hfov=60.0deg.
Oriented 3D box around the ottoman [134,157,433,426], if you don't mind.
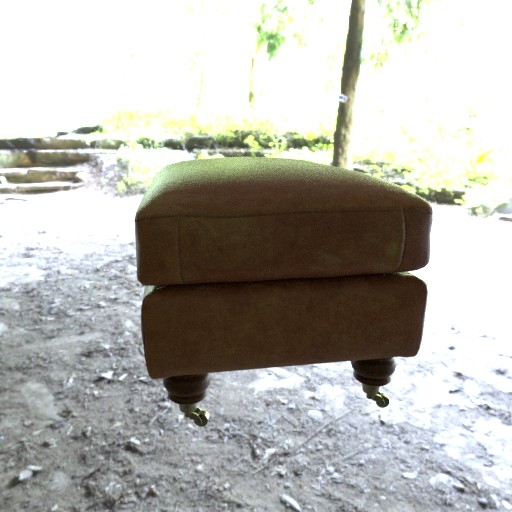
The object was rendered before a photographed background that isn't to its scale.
[{"bbox_3d":[0.000,0.000,1.194,0.565,0.507,0.852,-3,16,-9],"label":"ottoman"}]
